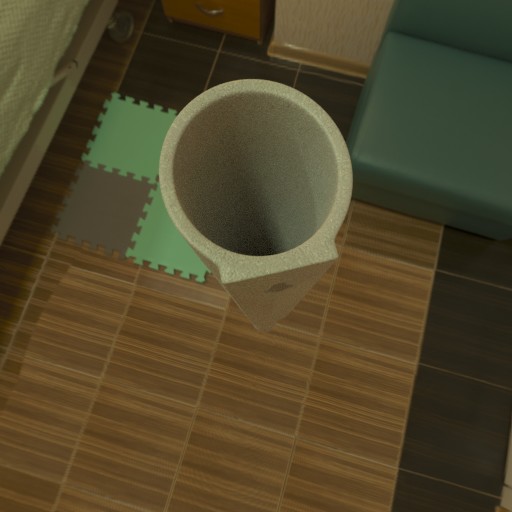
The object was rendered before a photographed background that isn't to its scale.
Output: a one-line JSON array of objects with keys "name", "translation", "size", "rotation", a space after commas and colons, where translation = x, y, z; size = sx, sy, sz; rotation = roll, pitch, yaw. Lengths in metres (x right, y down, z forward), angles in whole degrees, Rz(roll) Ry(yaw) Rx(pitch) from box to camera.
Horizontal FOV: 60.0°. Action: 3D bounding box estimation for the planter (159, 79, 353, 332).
[{"name": "planter", "translation": [0.000, 0.000, 0.223], "size": [0.057, 0.191, 0.064], "rotation": [-13, 75, -3]}]
